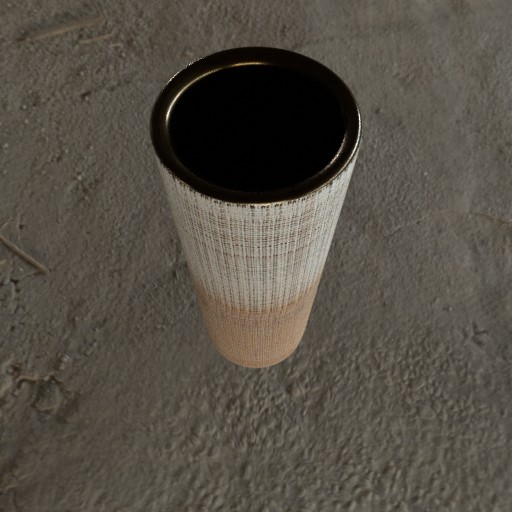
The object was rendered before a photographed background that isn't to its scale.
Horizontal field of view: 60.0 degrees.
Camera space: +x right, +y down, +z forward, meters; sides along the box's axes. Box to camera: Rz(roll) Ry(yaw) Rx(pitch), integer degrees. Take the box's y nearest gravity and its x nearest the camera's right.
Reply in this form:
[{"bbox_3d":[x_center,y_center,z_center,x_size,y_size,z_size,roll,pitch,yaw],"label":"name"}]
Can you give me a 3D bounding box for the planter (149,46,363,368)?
[{"bbox_3d":[0.000,0.000,0.326,0.099,0.278,0.099,-17,63,-9],"label":"planter"}]
